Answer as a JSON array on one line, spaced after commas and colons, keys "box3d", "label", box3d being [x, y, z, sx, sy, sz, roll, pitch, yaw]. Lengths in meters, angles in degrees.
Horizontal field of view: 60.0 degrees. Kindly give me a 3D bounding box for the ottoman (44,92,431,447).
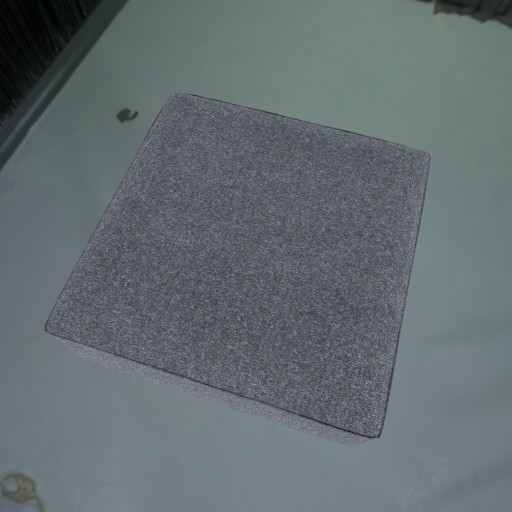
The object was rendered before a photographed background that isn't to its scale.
[{"box3d": [0.000, 0.000, 1.581, 1.017, 0.423, 1.021, 16, 65, 8], "label": "ottoman"}]
